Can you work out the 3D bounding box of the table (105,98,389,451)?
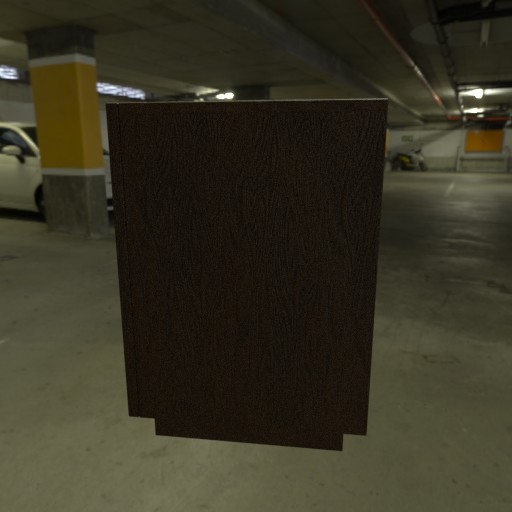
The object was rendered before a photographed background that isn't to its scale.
[{"bbox_3d":[0.000,0.000,0.967,0.439,0.585,0.560,2,13,7],"label":"table"}]
